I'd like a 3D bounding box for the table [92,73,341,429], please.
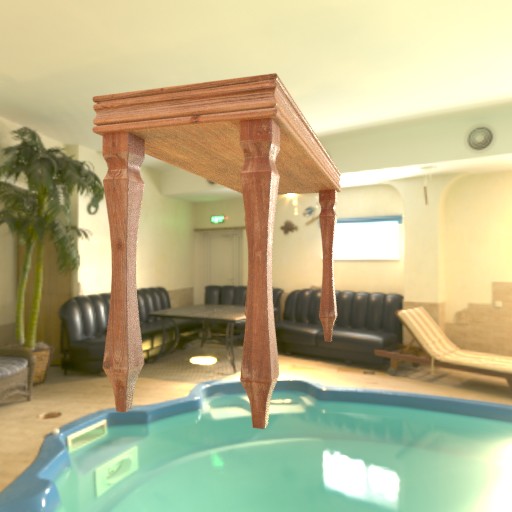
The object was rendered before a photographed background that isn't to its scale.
[{"bbox_3d":[0.000,0.000,1.768,0.522,0.873,1.330,0,0,17],"label":"table"}]
